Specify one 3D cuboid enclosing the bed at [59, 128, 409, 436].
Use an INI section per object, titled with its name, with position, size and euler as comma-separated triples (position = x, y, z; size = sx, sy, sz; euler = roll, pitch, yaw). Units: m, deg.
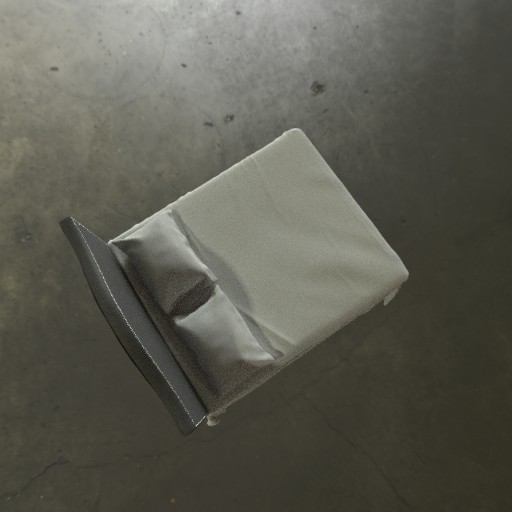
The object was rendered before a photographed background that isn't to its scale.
[bed]
position = 0.000, 0.000, 3.482
size = 2.221, 1.645, 1.876
euler = -33, 79, -7
